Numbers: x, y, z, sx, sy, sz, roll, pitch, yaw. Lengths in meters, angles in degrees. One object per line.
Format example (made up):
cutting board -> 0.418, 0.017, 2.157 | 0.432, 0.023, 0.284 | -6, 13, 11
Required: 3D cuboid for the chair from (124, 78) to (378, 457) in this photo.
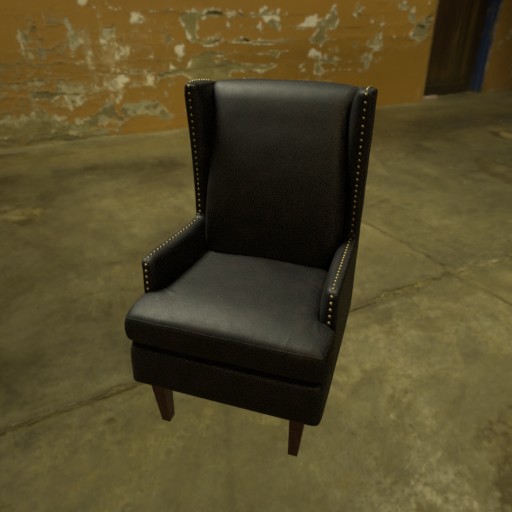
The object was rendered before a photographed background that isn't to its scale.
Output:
chair -> 0.000, 0.000, 1.636 | 0.703, 1.142, 0.799 | 9, 30, 16
